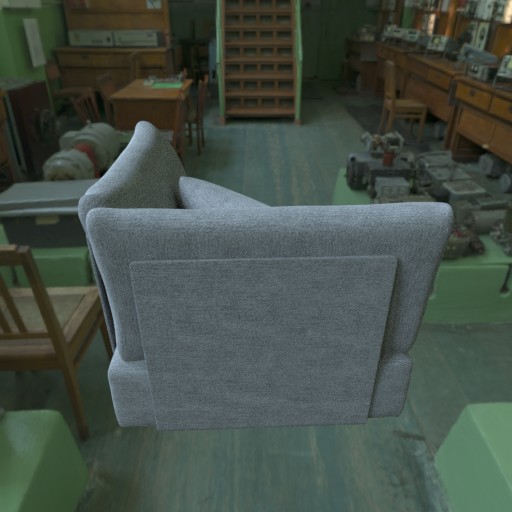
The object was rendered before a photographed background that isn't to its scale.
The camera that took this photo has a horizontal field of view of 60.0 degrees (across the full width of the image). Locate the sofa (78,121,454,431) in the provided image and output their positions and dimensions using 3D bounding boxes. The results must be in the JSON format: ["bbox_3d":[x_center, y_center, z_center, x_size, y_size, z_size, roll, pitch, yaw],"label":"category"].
[{"bbox_3d":[0.000,0.000,1.706,1.000,0.820,1.000,-1,30,-2],"label":"sofa"}]
